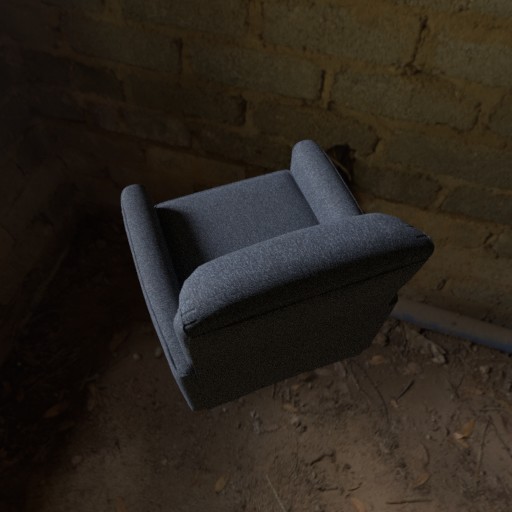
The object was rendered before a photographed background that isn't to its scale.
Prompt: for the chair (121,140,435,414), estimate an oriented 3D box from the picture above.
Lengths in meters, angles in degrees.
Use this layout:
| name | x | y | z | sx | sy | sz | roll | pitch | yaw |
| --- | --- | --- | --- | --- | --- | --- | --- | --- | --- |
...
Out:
| name | x | y | z | sx | sy | sz | roll | pitch | yaw |
| --- | --- | --- | --- | --- | --- | --- | --- | --- | --- |
| chair | 0.000 | 0.000 | 1.628 | 0.839 | 1.016 | 0.850 | -17 | 58 | -11 |
